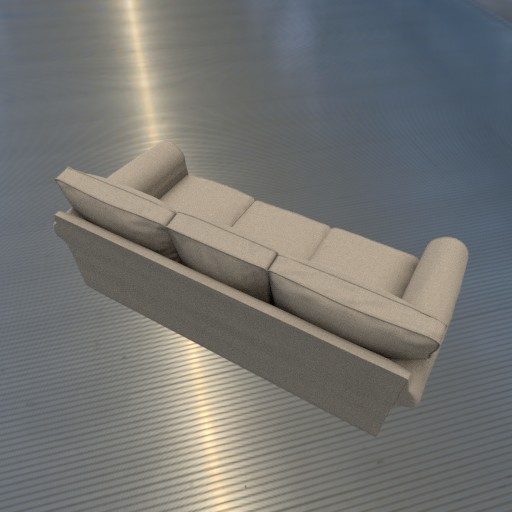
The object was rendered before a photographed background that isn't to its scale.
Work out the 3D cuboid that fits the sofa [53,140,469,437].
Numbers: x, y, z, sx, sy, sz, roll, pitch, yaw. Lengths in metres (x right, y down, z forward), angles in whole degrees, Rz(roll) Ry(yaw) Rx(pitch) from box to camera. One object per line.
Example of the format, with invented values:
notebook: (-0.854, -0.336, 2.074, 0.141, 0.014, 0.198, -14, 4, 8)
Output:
sofa: (0.000, 0.000, 2.543, 2.118, 0.889, 0.998, 23, 51, 20)
